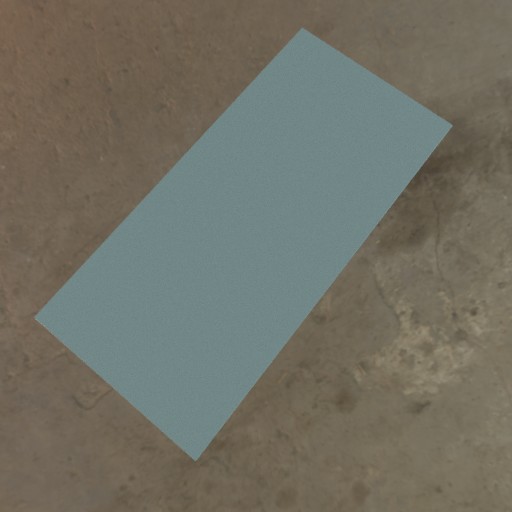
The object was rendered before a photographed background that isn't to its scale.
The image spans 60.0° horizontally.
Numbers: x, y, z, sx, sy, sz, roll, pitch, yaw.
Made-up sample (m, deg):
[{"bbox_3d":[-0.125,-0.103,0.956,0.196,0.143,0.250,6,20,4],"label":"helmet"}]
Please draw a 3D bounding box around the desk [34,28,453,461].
[{"bbox_3d":[0.000,0.000,1.494,0.509,0.780,1.059,38,78,9],"label":"desk"}]
